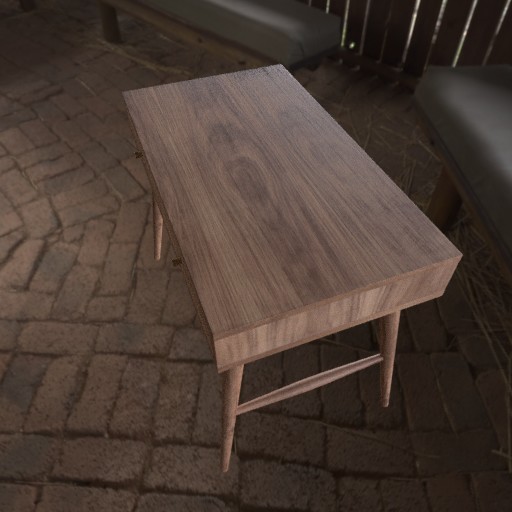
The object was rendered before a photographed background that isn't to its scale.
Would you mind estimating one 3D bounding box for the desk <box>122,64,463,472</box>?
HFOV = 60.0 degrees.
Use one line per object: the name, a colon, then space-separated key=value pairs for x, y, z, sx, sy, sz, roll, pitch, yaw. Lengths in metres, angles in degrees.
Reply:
desk: x=0.000 y=0.000 z=1.429 sx=0.588 sy=0.758 sz=0.949 roll=-16 pitch=50 yaw=-14
